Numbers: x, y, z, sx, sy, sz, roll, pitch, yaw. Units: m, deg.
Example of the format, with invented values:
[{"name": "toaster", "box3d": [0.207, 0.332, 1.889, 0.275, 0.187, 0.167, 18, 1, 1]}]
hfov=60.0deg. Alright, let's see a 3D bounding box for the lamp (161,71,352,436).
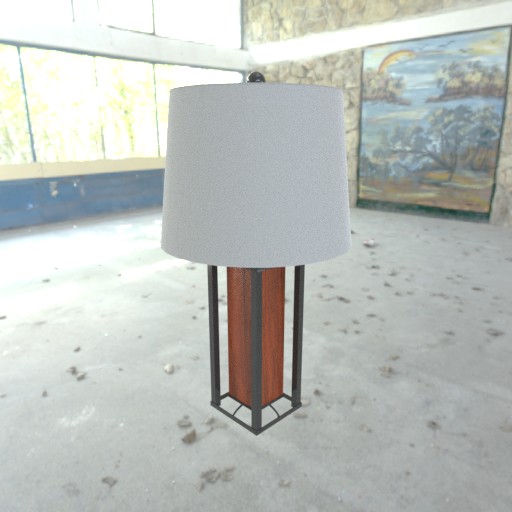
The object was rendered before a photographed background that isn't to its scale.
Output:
[{"name": "lamp", "box3d": [0.000, 0.000, 0.763, 0.320, 0.591, 0.320, 0, 15, 0]}]
